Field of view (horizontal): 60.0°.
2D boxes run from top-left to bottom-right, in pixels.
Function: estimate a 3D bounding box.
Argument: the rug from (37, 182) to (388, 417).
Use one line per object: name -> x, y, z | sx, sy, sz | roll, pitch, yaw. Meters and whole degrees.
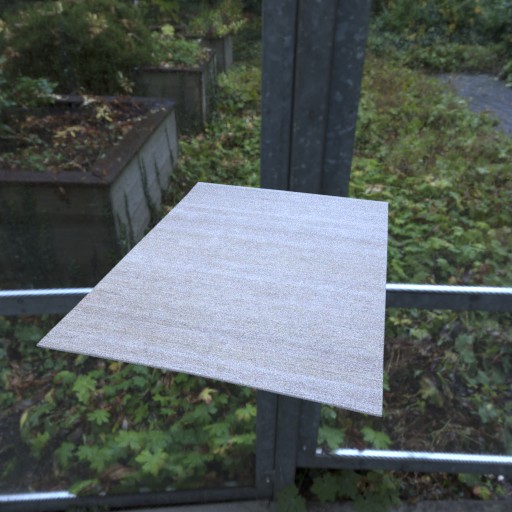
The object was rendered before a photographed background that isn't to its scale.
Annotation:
rug -> 0.000, 0.000, 4.306 | 2.467, 0.046, 3.245 | 8, 32, 13
